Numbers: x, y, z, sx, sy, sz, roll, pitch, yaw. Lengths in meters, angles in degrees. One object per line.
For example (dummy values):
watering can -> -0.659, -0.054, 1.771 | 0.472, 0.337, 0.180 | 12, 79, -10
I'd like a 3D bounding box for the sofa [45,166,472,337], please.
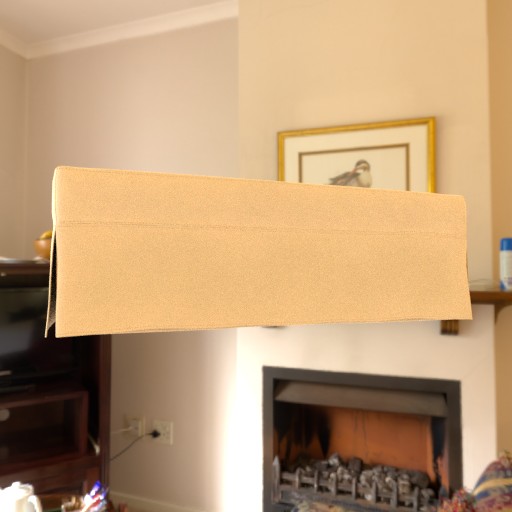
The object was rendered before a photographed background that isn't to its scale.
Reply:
sofa -> 0.000, 0.000, 2.020 | 1.677, 0.552, 0.939 | 1, -2, -19
